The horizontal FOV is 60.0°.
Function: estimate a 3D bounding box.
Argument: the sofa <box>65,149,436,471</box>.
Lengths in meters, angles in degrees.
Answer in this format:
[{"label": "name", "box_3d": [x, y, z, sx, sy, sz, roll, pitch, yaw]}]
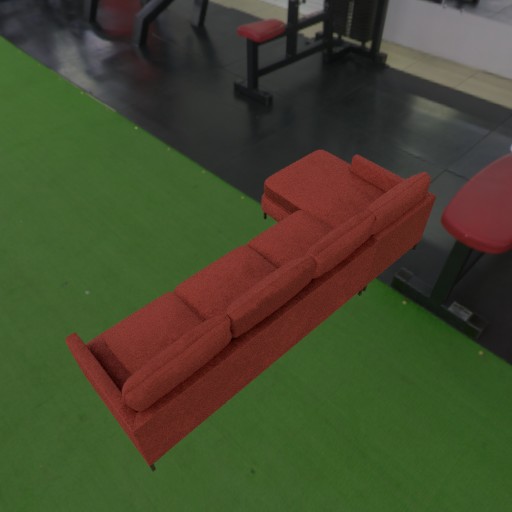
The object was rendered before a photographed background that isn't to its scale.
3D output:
[{"label": "sofa", "box_3d": [0.000, 0.000, 4.002, 3.400, 0.967, 1.500, -33, 55, -28]}]
